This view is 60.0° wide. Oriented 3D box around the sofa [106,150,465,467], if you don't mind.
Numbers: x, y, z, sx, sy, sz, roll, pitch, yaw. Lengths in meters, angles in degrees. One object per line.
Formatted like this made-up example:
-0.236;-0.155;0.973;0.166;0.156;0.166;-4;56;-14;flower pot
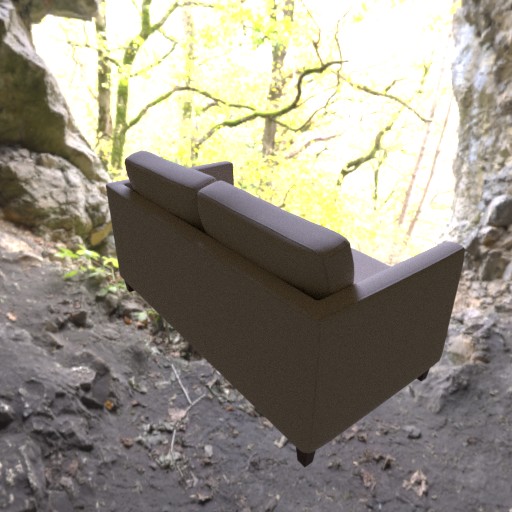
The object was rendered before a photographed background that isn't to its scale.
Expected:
0.000;0.000;2.251;0.873;0.888;1.722;-19;33;-33;sofa
